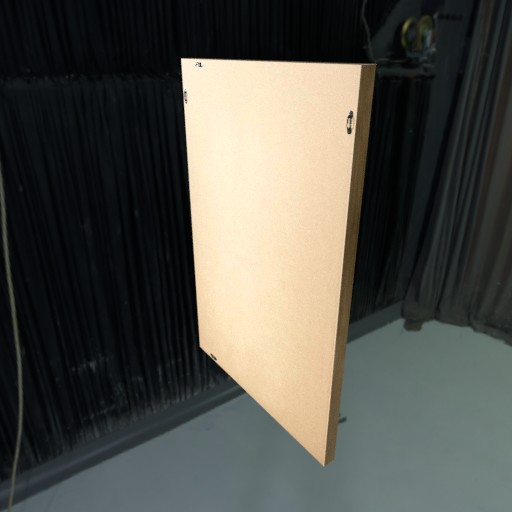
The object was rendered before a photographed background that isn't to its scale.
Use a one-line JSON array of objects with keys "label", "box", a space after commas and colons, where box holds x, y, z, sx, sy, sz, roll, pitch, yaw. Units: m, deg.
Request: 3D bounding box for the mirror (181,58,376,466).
[{"label": "mirror", "box": [0.000, 0.000, 1.134, 0.041, 0.915, 0.609, -17, 30, -33]}]
